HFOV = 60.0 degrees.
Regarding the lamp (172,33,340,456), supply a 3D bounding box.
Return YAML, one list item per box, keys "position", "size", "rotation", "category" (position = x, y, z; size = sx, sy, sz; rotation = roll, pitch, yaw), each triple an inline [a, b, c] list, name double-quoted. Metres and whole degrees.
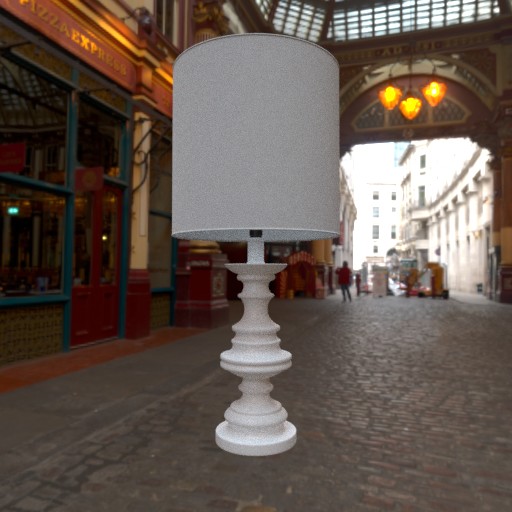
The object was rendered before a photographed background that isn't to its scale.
- position: [0.000, 0.000, 0.556]
  size: [0.208, 0.455, 0.208]
  rotation: [-1, -2, 18]
  category: "lamp"
